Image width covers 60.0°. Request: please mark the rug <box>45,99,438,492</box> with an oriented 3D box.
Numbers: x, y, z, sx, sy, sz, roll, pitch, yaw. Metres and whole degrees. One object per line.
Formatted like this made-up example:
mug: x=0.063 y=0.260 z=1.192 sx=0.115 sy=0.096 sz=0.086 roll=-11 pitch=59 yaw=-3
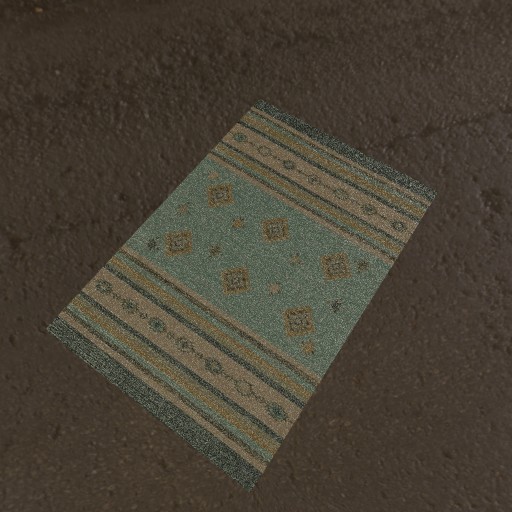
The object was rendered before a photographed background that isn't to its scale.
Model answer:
rug: x=0.000 y=0.000 z=2.308 sx=1.212 sy=0.010 sz=1.811 roll=32 pitch=69 yaw=14
